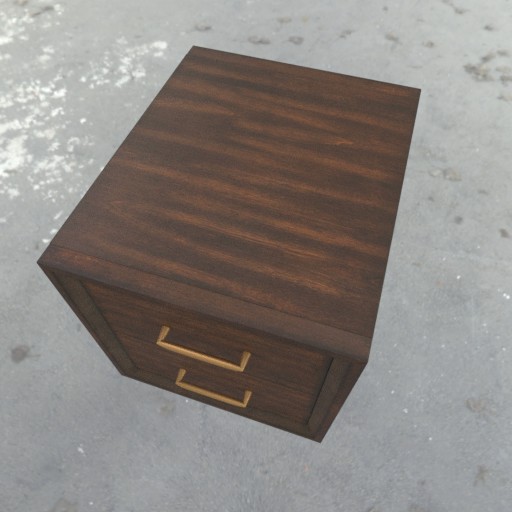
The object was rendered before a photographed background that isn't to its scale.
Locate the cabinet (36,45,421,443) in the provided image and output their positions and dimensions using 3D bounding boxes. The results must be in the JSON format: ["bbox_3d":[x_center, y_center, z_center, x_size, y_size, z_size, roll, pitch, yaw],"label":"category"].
[{"bbox_3d":[0.000,0.000,0.811,0.402,0.455,0.500,15,57,10],"label":"cabinet"}]
